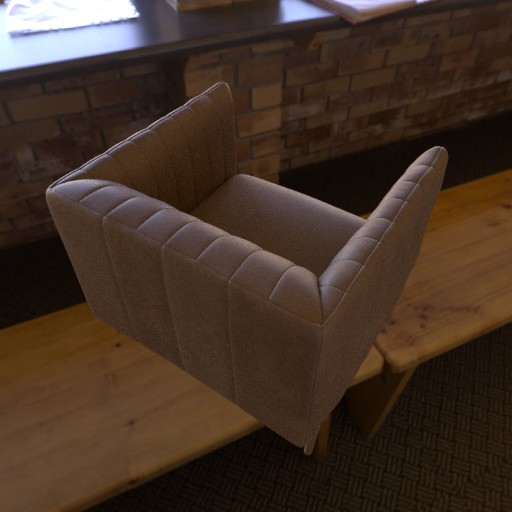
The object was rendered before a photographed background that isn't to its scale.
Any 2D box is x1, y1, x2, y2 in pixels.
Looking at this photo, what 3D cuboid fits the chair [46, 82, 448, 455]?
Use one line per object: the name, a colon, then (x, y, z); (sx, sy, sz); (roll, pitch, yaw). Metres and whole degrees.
chair: (0.000, 0.000, 1.596); (0.981, 0.779, 0.876); (25, 50, 23)
